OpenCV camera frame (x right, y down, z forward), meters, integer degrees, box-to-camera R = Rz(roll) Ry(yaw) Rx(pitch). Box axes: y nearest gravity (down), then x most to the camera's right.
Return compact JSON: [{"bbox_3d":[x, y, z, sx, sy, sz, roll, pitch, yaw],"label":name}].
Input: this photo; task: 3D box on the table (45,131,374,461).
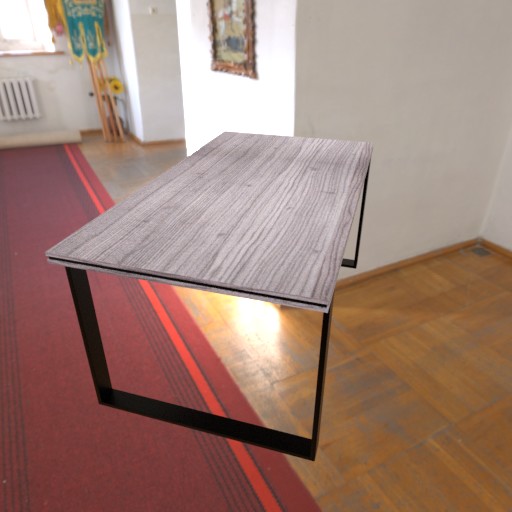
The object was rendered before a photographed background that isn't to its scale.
[{"bbox_3d":[0.000,0.000,2.096,0.881,0.736,1.579,9,31,15],"label":"table"}]
